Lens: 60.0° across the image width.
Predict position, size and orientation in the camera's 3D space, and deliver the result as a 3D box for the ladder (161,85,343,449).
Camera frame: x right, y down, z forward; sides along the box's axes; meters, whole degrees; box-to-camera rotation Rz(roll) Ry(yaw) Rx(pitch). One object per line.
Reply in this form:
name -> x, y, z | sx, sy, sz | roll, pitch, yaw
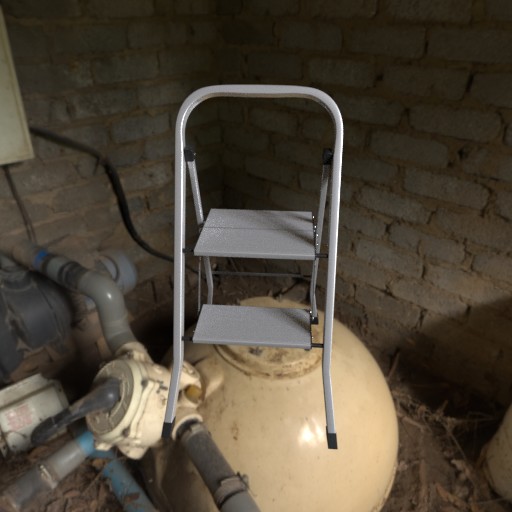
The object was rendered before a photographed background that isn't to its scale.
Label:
ladder -> 0.000, 0.000, 1.184 | 0.465, 0.830, 0.530 | 2, 30, 4
